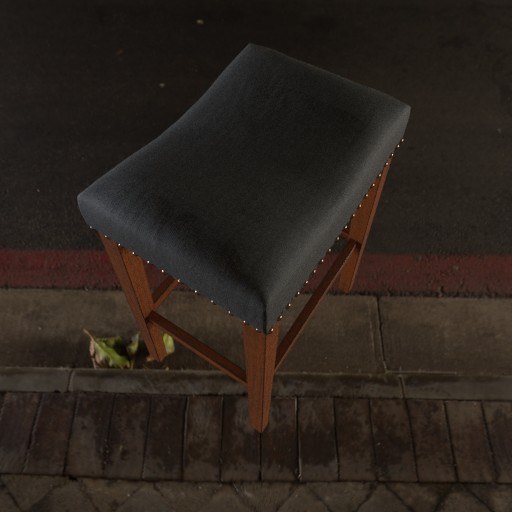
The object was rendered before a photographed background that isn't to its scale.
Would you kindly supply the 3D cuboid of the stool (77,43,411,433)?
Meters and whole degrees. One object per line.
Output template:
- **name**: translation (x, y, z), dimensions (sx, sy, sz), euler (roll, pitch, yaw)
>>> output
- **stool**: translation (0.000, 0.000, 0.864), dimensions (0.320, 0.612, 0.439), euler (29, 62, 17)
